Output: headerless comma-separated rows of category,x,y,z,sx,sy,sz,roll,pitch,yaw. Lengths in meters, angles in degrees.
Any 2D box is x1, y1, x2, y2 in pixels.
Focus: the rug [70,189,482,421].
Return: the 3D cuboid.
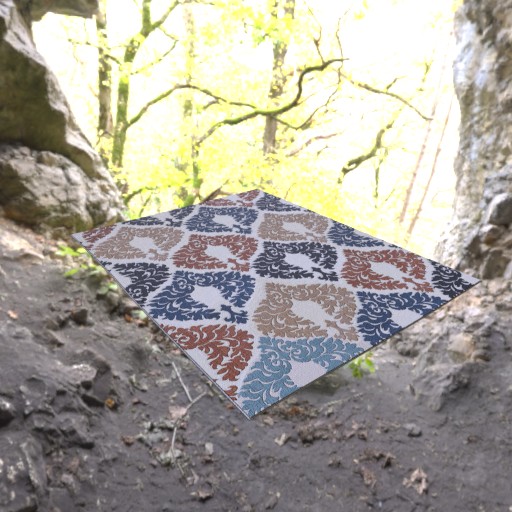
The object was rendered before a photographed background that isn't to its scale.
rug,0.000,0.000,4.085,2.423,0.014,3.040,-19,33,-33
